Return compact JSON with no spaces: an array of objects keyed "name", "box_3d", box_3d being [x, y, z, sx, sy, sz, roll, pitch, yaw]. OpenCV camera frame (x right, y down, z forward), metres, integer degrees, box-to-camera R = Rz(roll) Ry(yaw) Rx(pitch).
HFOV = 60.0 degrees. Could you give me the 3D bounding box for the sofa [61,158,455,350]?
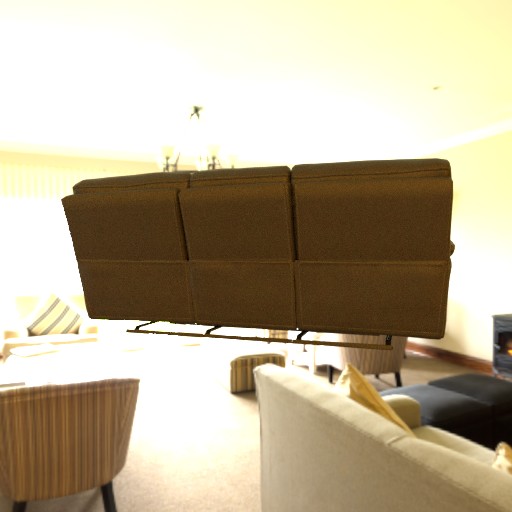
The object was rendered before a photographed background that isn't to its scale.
[{"name":"sofa","box_3d":[0.000,0.000,3.201,2.627,1.134,1.104,0,0,19]}]
